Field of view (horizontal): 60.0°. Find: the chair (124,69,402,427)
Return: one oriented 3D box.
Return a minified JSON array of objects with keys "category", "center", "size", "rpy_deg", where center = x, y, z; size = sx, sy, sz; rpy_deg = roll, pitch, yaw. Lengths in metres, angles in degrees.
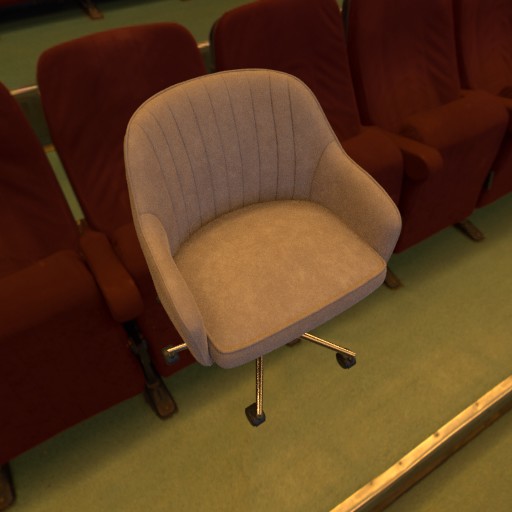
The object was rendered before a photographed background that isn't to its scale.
[{"category":"chair","center":[0.000,0.000,1.267],"size":[0.635,0.831,0.573],"rpy_deg":[-25,52,-21]}]
